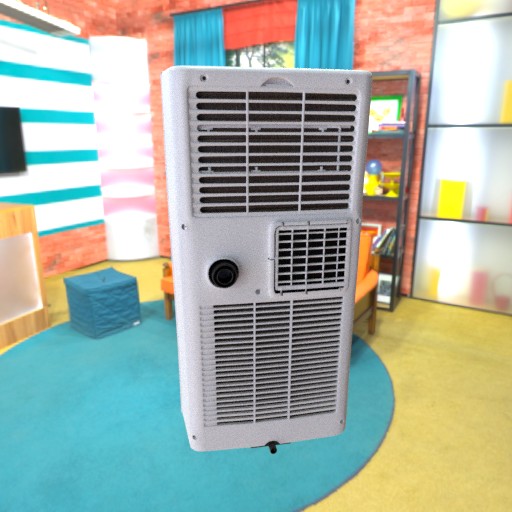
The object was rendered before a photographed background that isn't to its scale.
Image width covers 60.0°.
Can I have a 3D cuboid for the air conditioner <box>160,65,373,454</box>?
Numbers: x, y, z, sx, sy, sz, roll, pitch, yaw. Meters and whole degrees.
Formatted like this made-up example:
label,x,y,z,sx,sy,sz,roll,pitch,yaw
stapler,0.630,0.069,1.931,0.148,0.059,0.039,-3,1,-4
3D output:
label,x,y,z,sx,sy,sz,roll,pitch,yaw
air conditioner,0.000,0.000,0.800,0.304,0.606,0.349,-3,15,-10
